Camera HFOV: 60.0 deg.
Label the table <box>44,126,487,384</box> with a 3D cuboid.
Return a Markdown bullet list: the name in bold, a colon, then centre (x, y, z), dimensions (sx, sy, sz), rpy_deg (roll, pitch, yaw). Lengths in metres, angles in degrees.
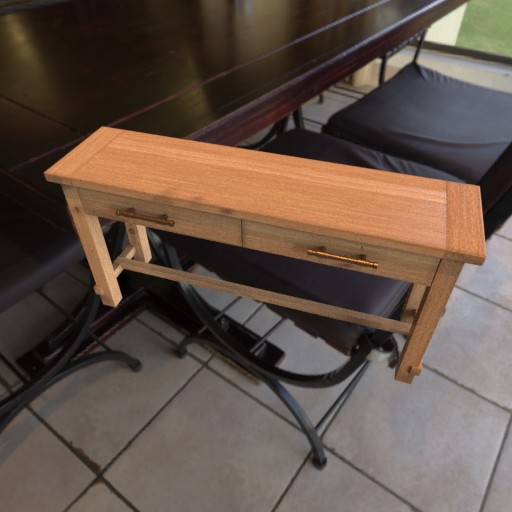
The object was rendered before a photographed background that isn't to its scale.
- **table**: centre (0.000, 0.000, 1.919), dimensions (1.599, 0.762, 0.442), rpy_deg (12, 44, 13)
